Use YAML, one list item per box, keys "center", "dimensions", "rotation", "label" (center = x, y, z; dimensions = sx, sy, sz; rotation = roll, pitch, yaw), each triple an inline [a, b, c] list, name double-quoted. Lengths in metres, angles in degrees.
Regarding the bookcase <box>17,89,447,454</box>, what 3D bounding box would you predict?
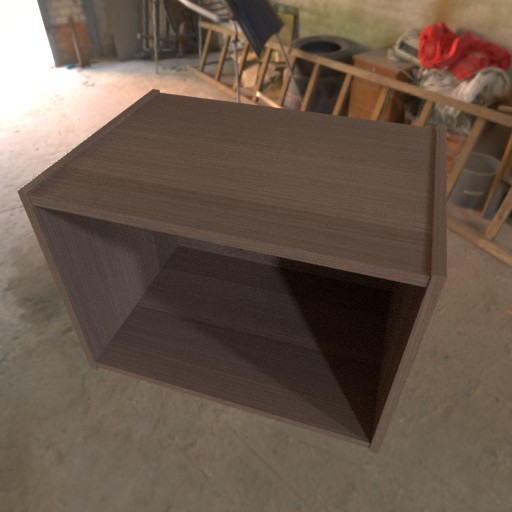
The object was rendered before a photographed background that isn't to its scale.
- center: [0.000, 0.000, 0.605]
  dimensions: [0.415, 0.305, 0.290]
  rotation: [12, 43, 13]
  label: "bookcase"
